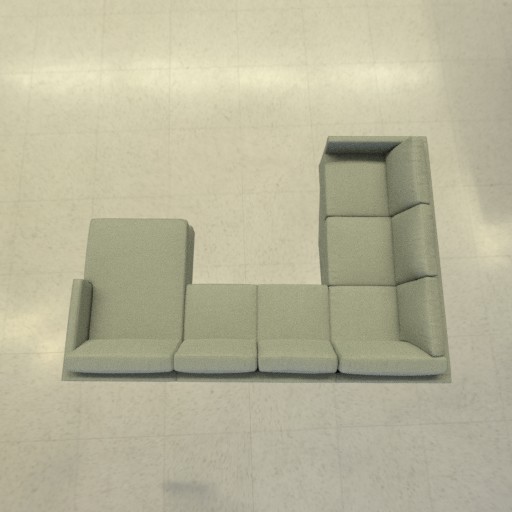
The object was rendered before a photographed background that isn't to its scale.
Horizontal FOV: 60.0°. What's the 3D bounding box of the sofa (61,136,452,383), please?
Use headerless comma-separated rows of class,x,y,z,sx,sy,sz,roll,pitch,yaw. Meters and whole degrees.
sofa,0.000,0.000,4.428,3.460,0.882,2.427,0,75,0
